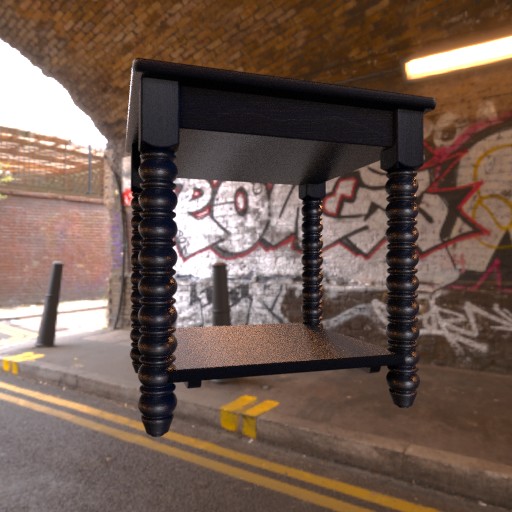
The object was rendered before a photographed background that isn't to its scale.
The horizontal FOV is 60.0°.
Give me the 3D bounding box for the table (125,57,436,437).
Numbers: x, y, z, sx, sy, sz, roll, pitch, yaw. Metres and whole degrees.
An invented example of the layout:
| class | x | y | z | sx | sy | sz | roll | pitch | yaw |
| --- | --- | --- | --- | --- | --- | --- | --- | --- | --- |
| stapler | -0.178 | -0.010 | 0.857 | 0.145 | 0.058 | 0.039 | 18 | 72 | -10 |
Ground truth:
| class | x | y | z | sx | sy | sz | roll | pitch | yaw |
| --- | --- | --- | --- | --- | --- | --- | --- | --- | --- |
| table | 0.000 | 0.000 | 0.954 | 0.533 | 0.567 | 0.500 | 0 | -1 | -18 |
